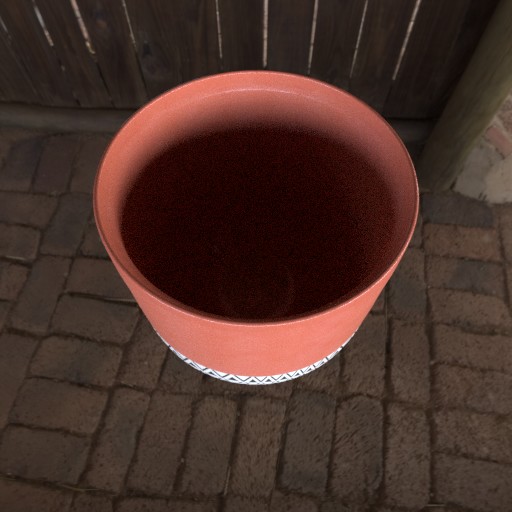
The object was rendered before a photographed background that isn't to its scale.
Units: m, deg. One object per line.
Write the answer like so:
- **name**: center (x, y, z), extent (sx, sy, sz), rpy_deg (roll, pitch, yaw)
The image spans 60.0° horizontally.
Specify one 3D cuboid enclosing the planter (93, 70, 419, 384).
- **planter**: center (0.000, 0.000, 0.482), extent (0.266, 0.270, 0.266), rpy_deg (0, 60, 0)
